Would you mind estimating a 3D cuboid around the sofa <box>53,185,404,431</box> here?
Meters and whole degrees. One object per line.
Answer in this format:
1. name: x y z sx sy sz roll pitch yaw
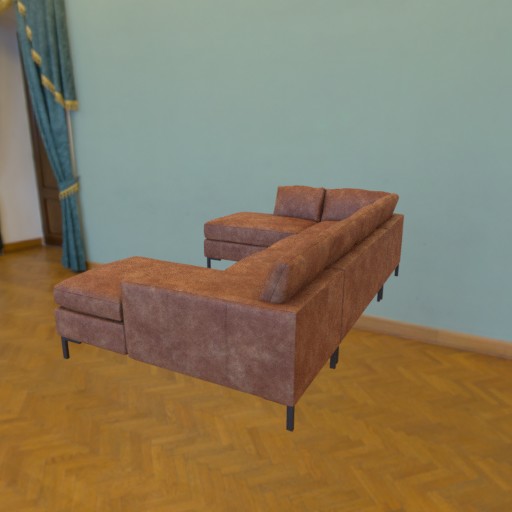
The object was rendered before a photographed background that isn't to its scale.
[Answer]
1. sofa: 0.000 0.000 3.760 1.939 0.900 2.956 8 17 26
